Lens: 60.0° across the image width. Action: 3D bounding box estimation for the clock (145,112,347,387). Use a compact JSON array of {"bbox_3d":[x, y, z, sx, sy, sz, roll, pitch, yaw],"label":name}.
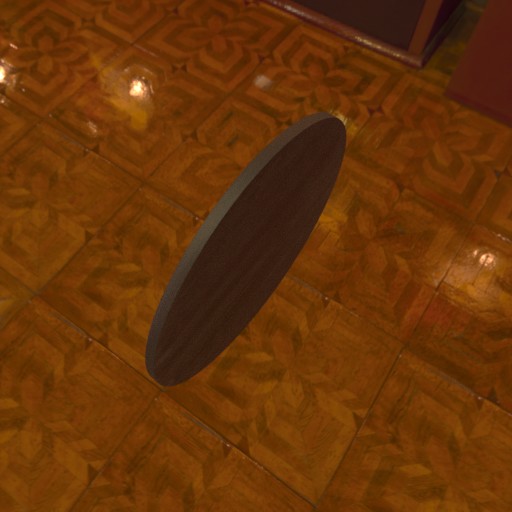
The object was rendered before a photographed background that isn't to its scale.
[{"bbox_3d":[0.000,0.000,0.875,0.029,0.595,0.595,34,69,15],"label":"clock"}]
